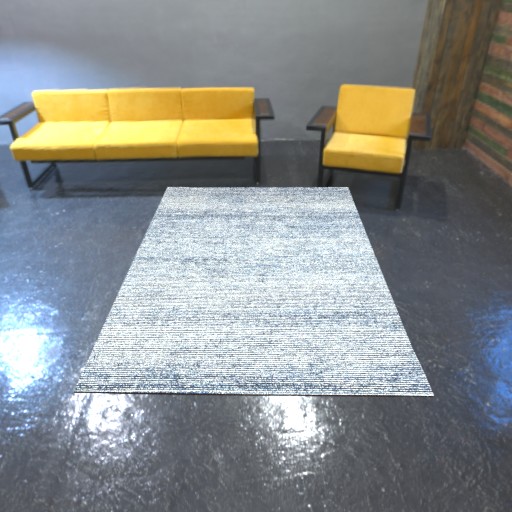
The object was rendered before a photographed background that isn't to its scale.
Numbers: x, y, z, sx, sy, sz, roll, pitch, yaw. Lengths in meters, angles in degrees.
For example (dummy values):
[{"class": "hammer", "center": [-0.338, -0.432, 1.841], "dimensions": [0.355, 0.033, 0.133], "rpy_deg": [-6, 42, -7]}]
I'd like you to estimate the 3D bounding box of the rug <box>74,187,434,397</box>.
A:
[{"class": "rug", "center": [0.000, 0.000, 2.976], "dimensions": [1.624, 0.030, 2.349], "rpy_deg": [0, 32, 1]}]
